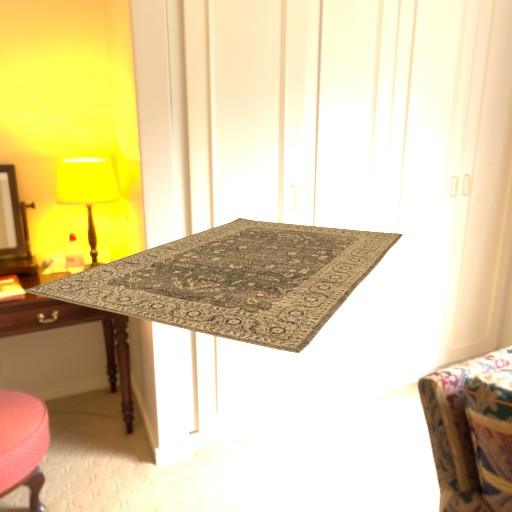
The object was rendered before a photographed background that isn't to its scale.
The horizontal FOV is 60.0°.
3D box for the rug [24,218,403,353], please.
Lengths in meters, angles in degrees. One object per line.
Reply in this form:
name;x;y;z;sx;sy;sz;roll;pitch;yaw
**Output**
rug;0.000;0.000;2.326;1.209;0.019;1.828;8;17;26
